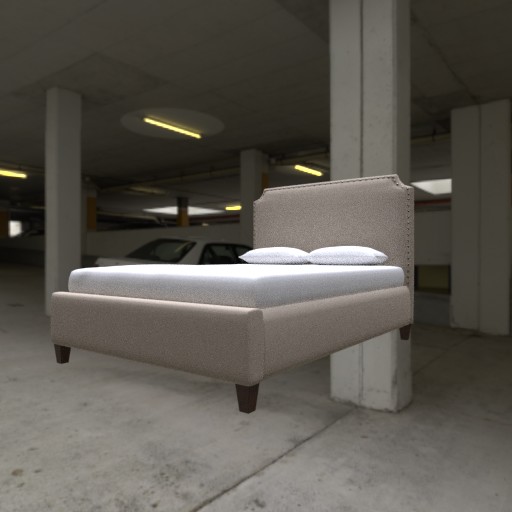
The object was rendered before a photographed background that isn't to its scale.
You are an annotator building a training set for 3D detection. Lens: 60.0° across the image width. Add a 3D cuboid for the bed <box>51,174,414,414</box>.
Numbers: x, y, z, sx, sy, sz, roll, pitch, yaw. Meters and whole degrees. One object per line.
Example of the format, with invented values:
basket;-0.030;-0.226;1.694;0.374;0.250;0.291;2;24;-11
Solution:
bed;0.000;0.000;3.420;1.713;1.443;2.372;0;0;37
